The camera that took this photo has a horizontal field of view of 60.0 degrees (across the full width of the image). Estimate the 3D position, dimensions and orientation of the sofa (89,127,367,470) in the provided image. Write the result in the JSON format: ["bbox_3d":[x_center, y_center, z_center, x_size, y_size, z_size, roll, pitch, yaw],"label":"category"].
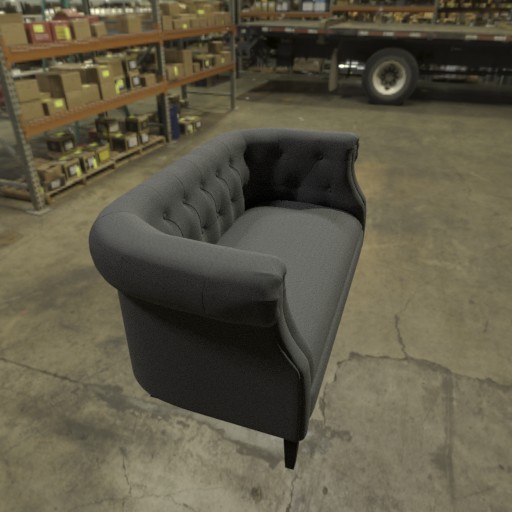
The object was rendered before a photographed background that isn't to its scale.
[{"bbox_3d":[0.000,0.000,2.005,0.835,0.827,1.558,10,32,17],"label":"sofa"}]
